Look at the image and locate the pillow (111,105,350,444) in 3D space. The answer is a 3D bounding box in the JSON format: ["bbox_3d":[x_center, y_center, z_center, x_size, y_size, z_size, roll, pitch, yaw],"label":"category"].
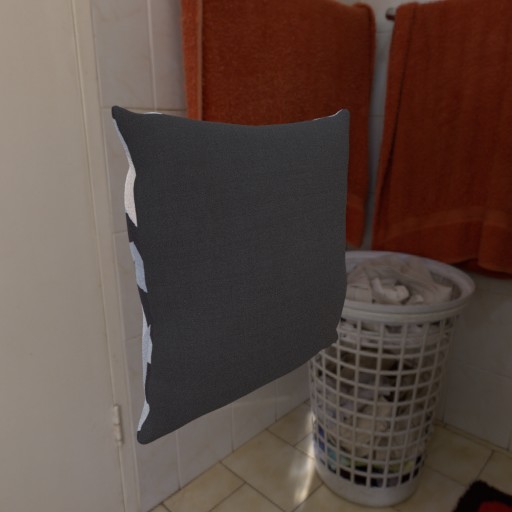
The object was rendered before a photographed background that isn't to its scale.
[{"bbox_3d":[0.000,0.000,0.771,0.503,0.496,0.208,-15,22,-42],"label":"pillow"}]
